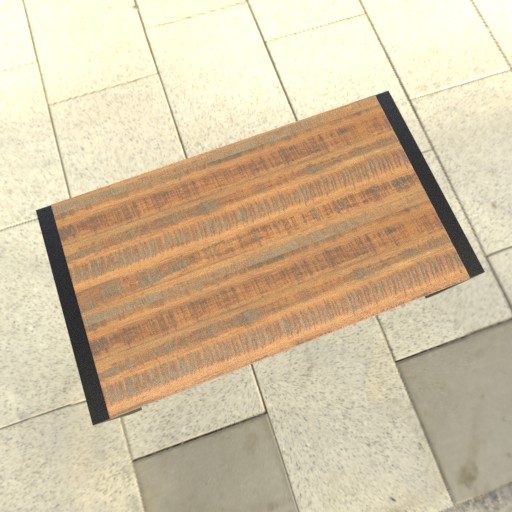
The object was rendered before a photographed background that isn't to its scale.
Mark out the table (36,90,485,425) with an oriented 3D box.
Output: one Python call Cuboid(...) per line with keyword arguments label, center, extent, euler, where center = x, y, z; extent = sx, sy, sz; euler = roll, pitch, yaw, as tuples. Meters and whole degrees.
Cuboid(label="table", center=(0.000, 0.000, 1.698), extent=(1.350, 0.400, 0.750), euler=(-20, 76, -5))
